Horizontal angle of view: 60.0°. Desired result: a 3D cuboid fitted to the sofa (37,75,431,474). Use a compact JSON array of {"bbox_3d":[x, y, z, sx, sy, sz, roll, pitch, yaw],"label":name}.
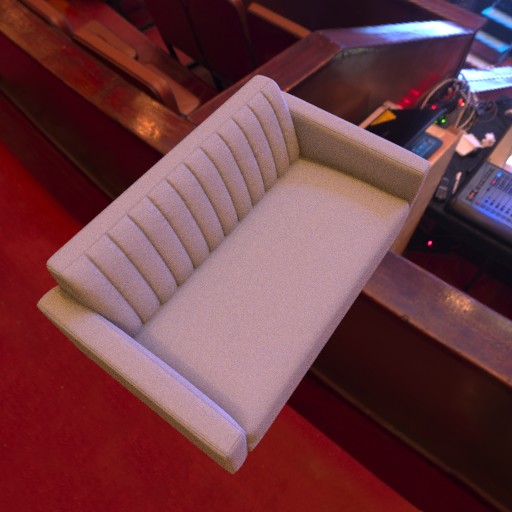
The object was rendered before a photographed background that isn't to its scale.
[{"bbox_3d":[0.000,0.000,2.082,0.950,0.801,1.585,32,64,18],"label":"sofa"}]
